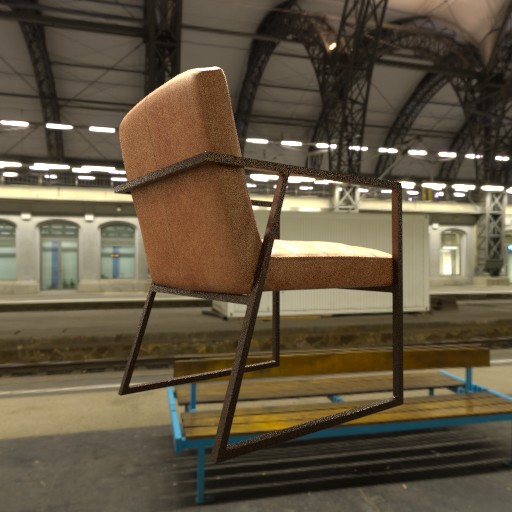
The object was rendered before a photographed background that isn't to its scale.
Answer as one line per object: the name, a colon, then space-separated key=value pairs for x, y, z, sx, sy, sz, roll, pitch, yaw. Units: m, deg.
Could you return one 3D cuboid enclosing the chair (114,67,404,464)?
chair: x=0.000 y=0.000 z=1.294 sx=0.677 sy=0.832 sz=0.571 roll=0 pitch=-1 yaw=-36
